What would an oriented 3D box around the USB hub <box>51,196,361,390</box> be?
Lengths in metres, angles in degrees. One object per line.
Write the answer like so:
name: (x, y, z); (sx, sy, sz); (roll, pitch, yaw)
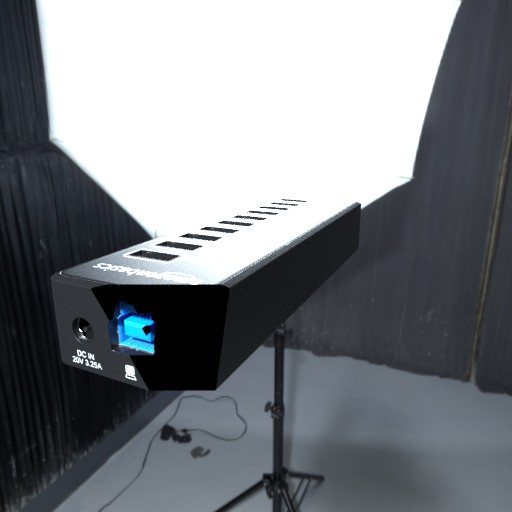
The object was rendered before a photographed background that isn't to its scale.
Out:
USB hub: (0.000, 0.000, 0.163); (0.044, 0.023, 0.145); (8, 18, 25)
